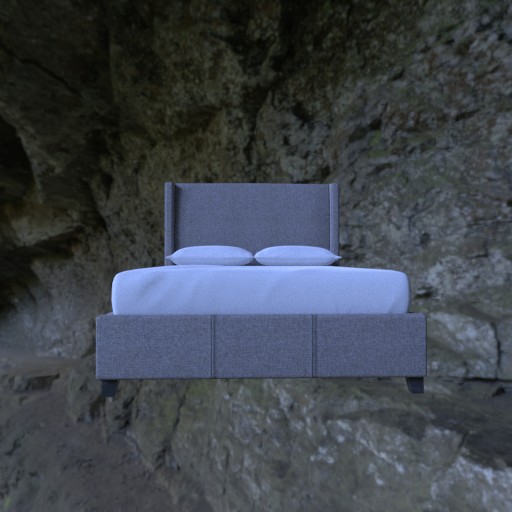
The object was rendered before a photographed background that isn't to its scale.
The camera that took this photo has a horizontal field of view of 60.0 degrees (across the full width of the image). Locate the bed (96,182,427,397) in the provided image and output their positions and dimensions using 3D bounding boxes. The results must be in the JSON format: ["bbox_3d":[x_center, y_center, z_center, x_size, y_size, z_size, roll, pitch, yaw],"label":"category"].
[{"bbox_3d":[0.000,0.000,3.397,1.714,1.476,2.245,0,-1,-2],"label":"bed"}]
